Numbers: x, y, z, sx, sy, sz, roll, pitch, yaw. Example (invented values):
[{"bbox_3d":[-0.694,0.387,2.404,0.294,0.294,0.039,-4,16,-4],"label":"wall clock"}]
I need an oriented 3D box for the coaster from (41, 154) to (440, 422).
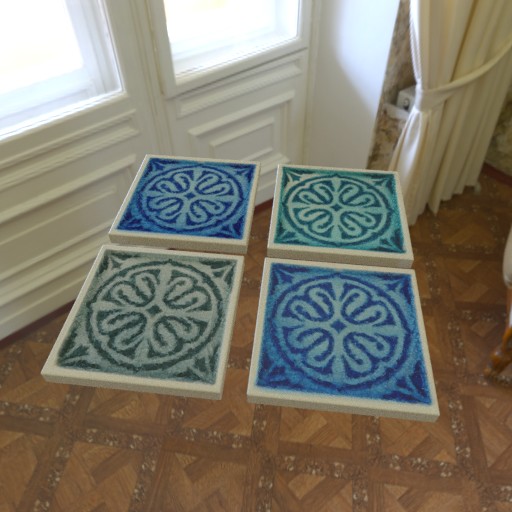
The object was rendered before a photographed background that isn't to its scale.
[{"bbox_3d":[0.000,0.000,0.316,0.219,0.010,0.214,5,47,4],"label":"coaster"}]
